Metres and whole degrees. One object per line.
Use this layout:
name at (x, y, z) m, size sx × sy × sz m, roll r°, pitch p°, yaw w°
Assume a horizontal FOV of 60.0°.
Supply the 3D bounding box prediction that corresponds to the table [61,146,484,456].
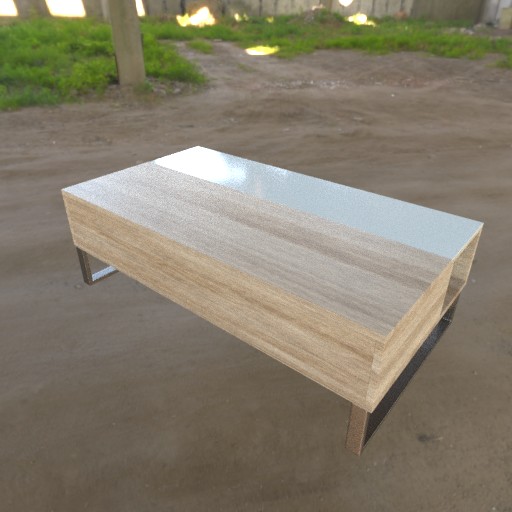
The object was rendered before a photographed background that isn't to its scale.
table at (0.000, 0.000, 1.387) m, size 1.100 × 0.350 × 0.600 m, roll 23°, pitch 37°, yaw 33°
